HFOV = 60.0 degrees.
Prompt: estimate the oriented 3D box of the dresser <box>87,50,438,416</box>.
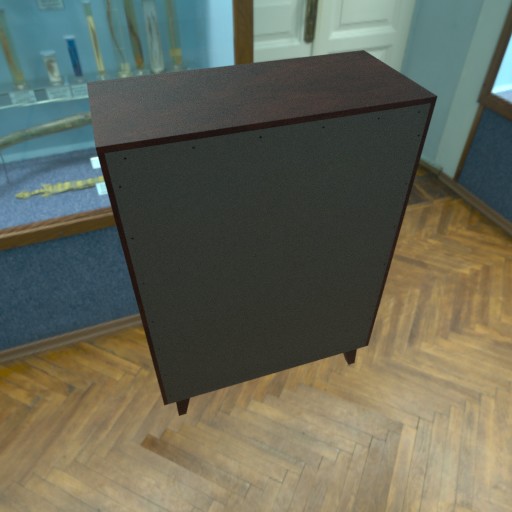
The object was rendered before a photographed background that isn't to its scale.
[{"bbox_3d":[0.000,0.000,1.992,1.072,1.514,0.506,-13,43,-14],"label":"dresser"}]
